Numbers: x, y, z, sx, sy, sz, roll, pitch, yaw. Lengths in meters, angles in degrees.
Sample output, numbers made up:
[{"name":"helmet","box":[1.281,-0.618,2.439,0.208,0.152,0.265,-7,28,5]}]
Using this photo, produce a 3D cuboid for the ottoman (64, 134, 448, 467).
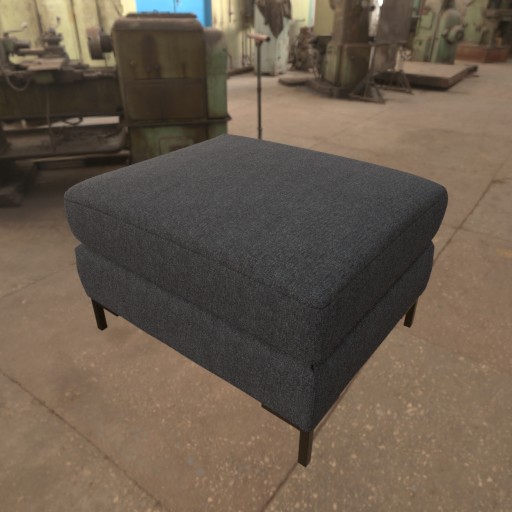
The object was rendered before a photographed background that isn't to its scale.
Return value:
[{"name":"ottoman","box":[0.000,0.000,1.304,0.831,0.533,0.695,22,37,32]}]
